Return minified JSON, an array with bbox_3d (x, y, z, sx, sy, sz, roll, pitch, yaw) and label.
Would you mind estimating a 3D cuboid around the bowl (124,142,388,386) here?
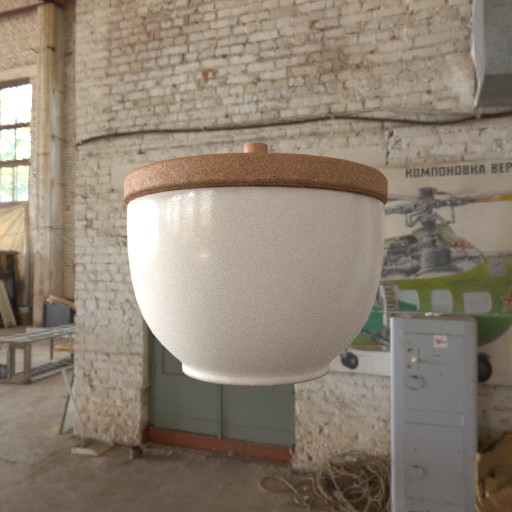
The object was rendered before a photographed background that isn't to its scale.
[{"bbox_3d":[0.000,0.000,0.220,0.126,0.110,0.126,0,-1,0],"label":"bowl"}]
